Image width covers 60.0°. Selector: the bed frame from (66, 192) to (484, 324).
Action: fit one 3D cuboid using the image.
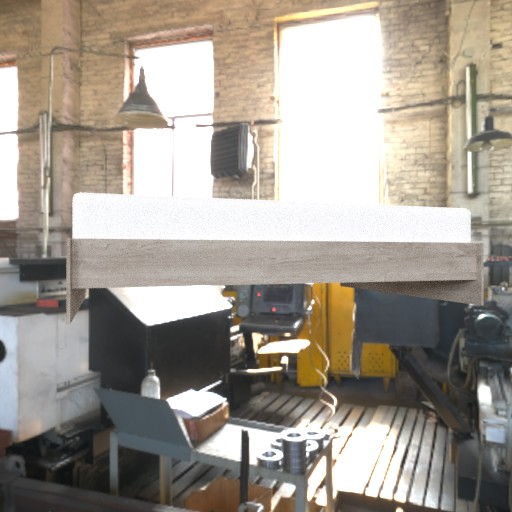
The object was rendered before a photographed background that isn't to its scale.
[{"bbox_3d":[0.000,0.000,2.621,1.945,0.497,1.445,0,0,-18],"label":"bed frame"}]
